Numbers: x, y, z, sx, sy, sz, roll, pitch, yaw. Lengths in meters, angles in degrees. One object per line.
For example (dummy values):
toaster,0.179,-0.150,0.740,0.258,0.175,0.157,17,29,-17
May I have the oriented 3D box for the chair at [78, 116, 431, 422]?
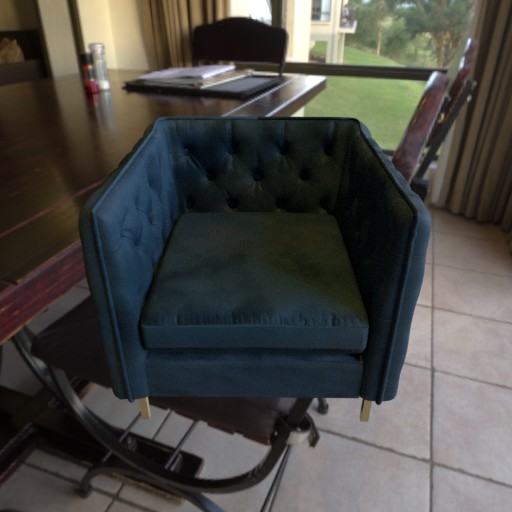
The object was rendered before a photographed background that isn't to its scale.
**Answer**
chair,0.000,0.000,1.550,0.868,0.771,0.877,0,30,1
